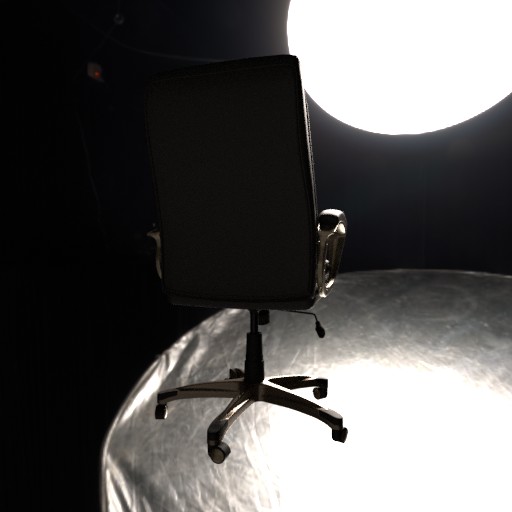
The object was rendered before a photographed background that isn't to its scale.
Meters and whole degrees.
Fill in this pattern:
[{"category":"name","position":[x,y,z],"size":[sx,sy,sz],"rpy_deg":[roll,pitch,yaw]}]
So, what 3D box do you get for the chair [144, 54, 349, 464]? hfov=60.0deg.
[{"category":"chair","position":[0.000,0.000,1.621],"size":[0.694,1.188,0.748],"rpy_deg":[0,2,18]}]
